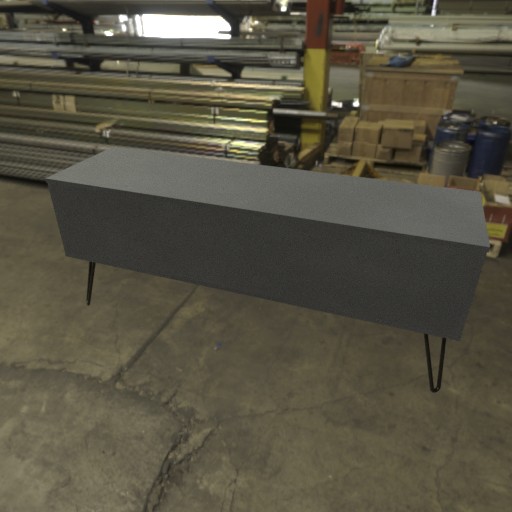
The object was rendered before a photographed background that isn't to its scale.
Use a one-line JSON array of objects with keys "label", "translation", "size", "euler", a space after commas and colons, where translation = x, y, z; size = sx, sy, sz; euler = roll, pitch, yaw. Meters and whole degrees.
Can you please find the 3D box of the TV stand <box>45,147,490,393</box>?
[{"label": "TV stand", "translation": [0.000, 0.000, 1.625], "size": [1.400, 0.560, 0.400], "euler": [11, 32, 17]}]
